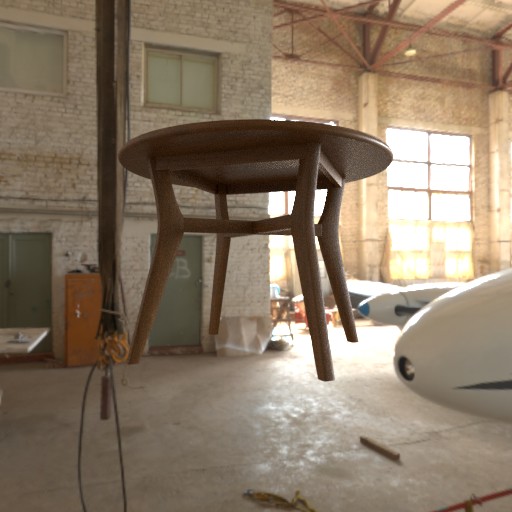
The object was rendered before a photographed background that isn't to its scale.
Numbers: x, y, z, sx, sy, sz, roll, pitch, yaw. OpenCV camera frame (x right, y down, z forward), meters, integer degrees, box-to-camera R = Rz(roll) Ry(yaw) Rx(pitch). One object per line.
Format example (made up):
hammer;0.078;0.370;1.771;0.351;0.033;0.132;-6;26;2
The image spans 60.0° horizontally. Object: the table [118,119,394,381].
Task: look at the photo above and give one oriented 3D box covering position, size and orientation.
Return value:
table;0.000;0.000;1.768;1.055;0.757;1.055;0;-1;0
